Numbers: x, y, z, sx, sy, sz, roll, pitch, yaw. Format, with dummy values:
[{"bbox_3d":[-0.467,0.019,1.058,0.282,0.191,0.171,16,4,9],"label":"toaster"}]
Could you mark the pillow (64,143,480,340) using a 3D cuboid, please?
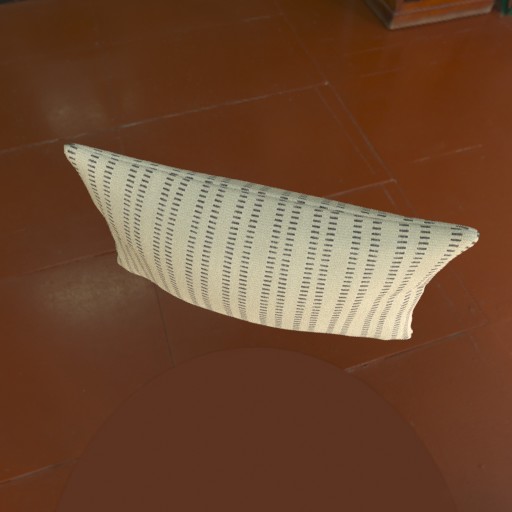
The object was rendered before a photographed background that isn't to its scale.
[{"bbox_3d":[0.000,0.000,0.787,0.640,0.353,0.210,14,58,9],"label":"pillow"}]
